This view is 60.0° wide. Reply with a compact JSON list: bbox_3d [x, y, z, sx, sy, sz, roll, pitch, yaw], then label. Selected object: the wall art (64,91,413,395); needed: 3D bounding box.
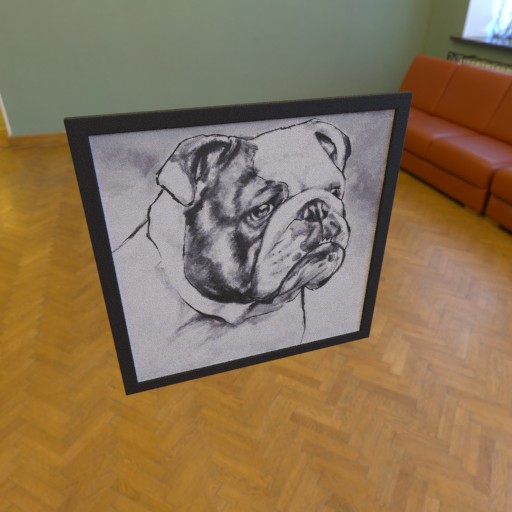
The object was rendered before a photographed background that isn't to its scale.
[{"bbox_3d":[0.000,0.000,0.836,0.562,0.558,0.012,-10,33,-15],"label":"wall art"}]
